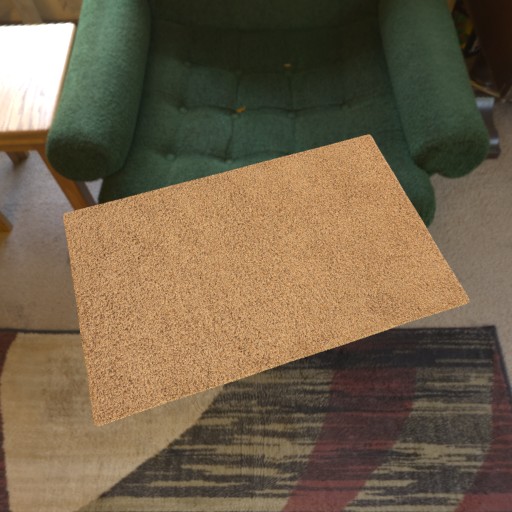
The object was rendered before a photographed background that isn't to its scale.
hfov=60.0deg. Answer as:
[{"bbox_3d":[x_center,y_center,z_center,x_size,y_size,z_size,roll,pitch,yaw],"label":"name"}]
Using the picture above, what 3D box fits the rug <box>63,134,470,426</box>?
[{"bbox_3d":[0.000,0.000,3.046,2.438,0.030,1.524,-16,63,-8],"label":"rug"}]
